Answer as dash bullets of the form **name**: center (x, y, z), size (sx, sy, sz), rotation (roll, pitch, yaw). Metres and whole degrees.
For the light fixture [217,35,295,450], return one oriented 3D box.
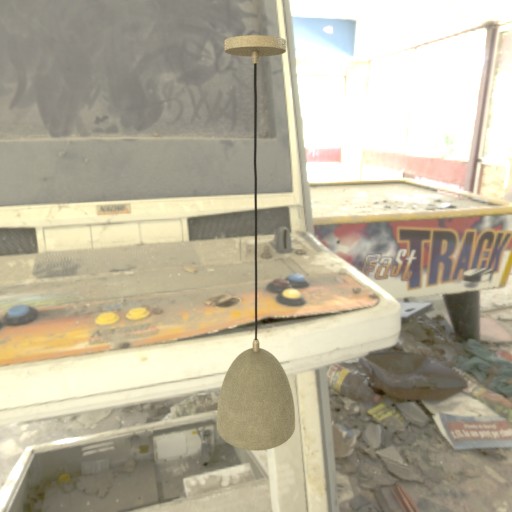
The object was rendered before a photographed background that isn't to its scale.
- **light fixture**: center (0.000, 0.000, 0.859), size (0.170, 0.759, 0.170), rotation (3, 16, 9)
